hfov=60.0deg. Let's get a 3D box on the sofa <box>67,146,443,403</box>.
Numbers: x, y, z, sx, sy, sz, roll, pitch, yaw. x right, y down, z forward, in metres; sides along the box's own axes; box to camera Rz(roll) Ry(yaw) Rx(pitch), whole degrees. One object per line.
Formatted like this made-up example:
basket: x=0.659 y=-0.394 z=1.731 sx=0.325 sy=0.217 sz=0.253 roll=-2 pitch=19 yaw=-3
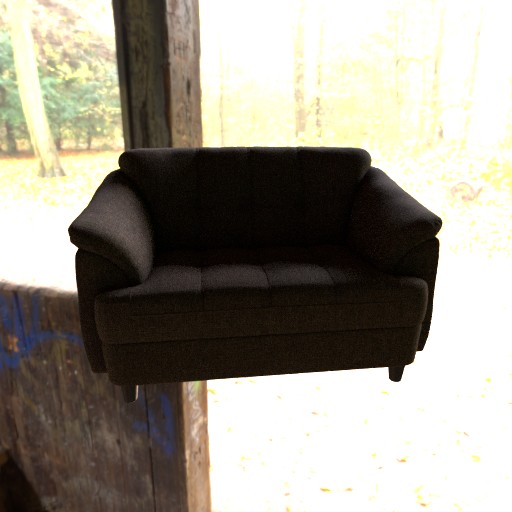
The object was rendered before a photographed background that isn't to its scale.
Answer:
sofa: x=0.000 y=0.000 z=1.937 sx=1.404 sy=0.895 sz=0.799 roll=-2 pitch=17 yaw=-7
